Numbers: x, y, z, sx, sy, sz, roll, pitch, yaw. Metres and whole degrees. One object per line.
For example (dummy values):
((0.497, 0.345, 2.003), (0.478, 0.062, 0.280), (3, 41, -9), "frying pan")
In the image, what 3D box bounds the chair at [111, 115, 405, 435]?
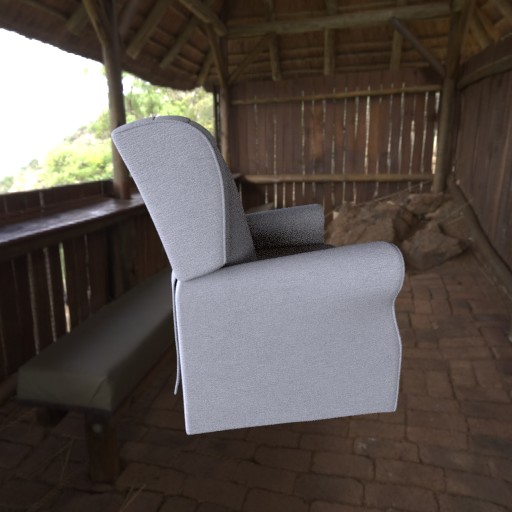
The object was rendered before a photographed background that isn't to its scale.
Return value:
((0.000, 0.000, 1.644), (0.854, 0.966, 0.906), (-2, 16, -8), "chair")
